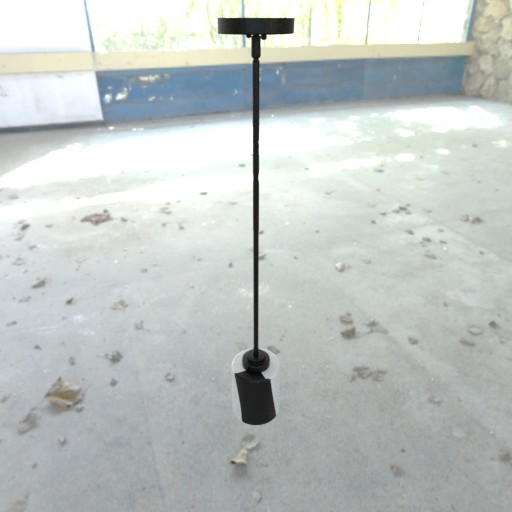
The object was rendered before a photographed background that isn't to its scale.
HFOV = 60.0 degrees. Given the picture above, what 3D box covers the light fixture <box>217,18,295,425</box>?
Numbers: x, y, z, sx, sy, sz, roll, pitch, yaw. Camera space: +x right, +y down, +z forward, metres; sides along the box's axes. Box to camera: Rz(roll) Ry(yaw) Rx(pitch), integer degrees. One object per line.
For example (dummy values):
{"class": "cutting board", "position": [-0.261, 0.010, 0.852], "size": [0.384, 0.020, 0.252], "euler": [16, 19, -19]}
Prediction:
{"class": "light fixture", "position": [0.000, 0.000, 0.912], "size": [0.123, 0.863, 0.123], "euler": [-10, 30, -18]}
